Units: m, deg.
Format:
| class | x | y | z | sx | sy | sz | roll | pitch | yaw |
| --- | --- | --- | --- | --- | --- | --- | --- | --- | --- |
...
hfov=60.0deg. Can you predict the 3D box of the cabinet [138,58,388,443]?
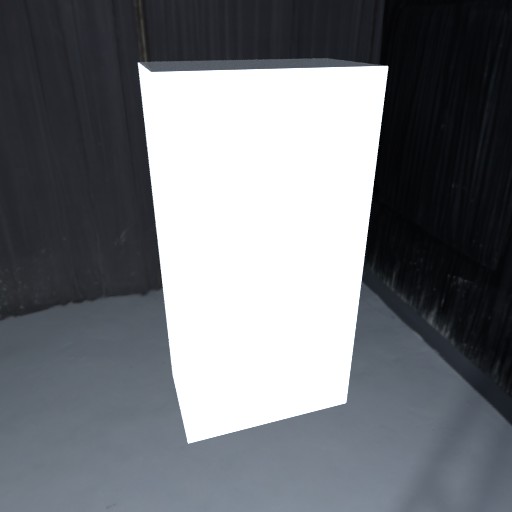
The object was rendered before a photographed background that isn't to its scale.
| class | x | y | z | sx | sy | sz | roll | pitch | yaw |
| --- | --- | --- | --- | --- | --- | --- | --- | --- | --- |
| cabinet | 0.000 | 0.000 | 2.411 | 0.980 | 1.920 | 0.580 | -8 | 28 | -16 |
